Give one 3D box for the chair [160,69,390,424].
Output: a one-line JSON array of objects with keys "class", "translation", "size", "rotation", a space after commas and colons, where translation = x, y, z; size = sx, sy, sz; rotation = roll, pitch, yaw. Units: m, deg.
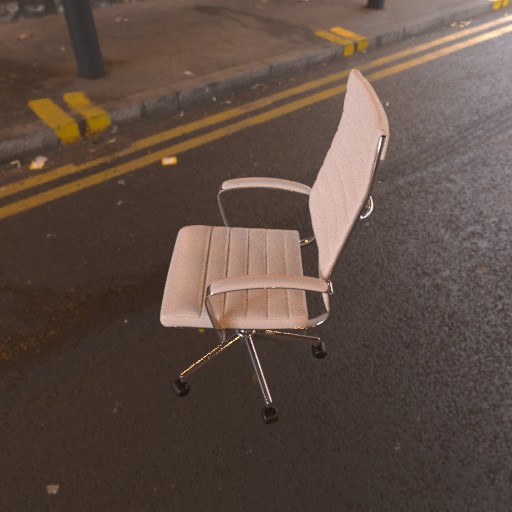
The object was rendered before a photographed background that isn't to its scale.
[{"class": "chair", "translation": [0.000, 0.000, 1.568], "size": [0.679, 1.149, 0.679], "rotation": [0, 41, 0]}]
